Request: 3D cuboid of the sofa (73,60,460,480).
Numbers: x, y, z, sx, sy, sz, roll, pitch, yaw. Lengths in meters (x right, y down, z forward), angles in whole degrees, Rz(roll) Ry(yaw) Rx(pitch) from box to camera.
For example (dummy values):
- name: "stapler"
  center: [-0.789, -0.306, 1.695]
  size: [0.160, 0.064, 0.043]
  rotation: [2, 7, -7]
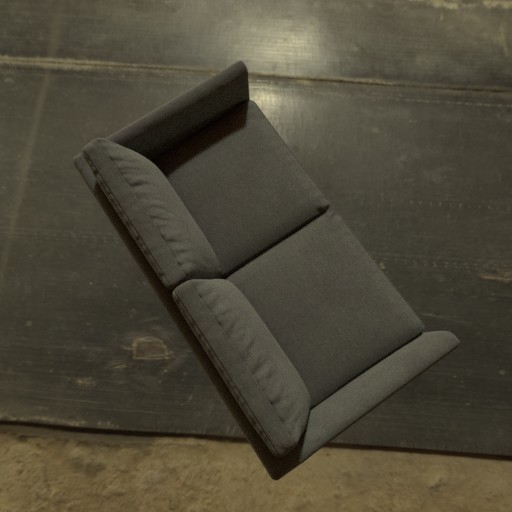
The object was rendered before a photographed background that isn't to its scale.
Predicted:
- name: "sofa"
  center: [0.000, 0.000, 2.422]
  size: [1.091, 0.845, 1.909]
  rotation: [-33, 78, -8]
